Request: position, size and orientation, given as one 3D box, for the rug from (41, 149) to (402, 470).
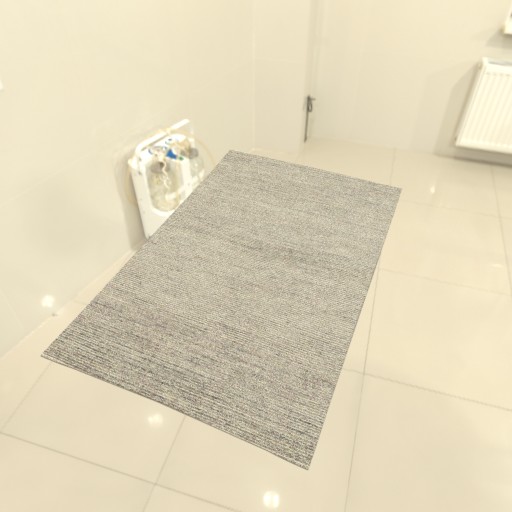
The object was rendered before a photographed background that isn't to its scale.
[{"bbox_3d":[0.000,0.000,2.259,1.162,0.022,1.804,17,46,17],"label":"rug"}]
